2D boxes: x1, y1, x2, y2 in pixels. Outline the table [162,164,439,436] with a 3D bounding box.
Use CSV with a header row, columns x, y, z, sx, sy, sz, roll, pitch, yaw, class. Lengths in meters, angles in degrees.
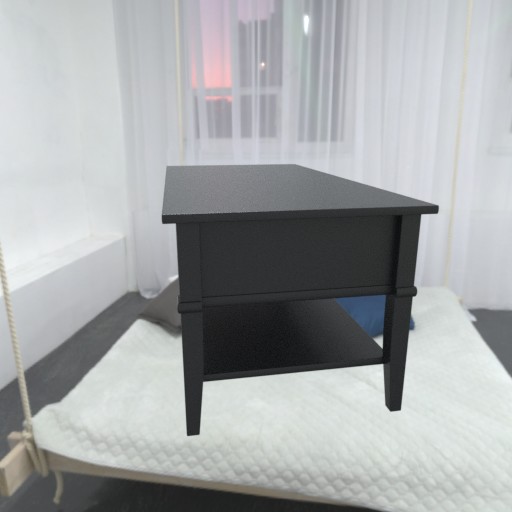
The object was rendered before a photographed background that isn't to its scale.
x,y,z,sx,sy,sz,roll,pitch,yaw,class
0.000,0.000,1.363,0.523,0.470,1.044,-3,16,-10,table
